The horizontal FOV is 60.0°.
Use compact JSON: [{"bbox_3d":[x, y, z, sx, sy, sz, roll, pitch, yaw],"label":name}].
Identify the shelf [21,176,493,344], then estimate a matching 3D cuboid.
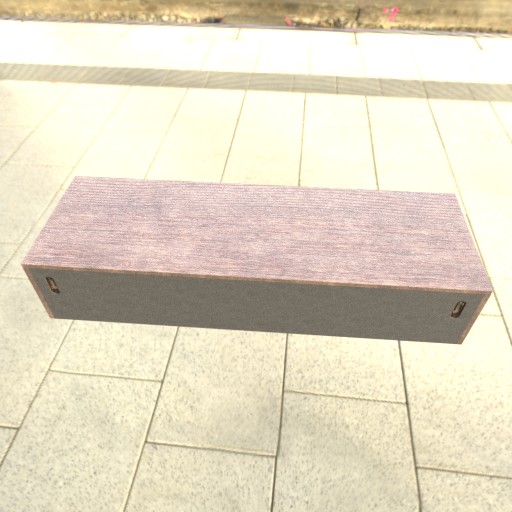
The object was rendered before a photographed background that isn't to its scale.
[{"bbox_3d":[0.000,0.000,0.684,0.610,0.125,0.200,3,46,3],"label":"shelf"}]
